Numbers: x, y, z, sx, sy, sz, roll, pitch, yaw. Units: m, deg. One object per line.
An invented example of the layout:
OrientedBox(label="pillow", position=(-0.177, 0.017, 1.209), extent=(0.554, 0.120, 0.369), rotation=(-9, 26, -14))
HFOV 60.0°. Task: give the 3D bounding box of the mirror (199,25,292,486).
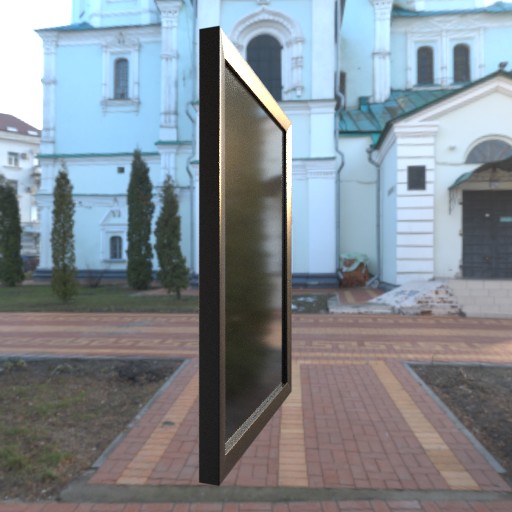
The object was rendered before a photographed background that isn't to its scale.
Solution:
OrientedBox(label="mirror", position=(0.000, 0.000, 0.931), extent=(0.040, 0.710, 0.507), rotation=(0, 0, 17))
